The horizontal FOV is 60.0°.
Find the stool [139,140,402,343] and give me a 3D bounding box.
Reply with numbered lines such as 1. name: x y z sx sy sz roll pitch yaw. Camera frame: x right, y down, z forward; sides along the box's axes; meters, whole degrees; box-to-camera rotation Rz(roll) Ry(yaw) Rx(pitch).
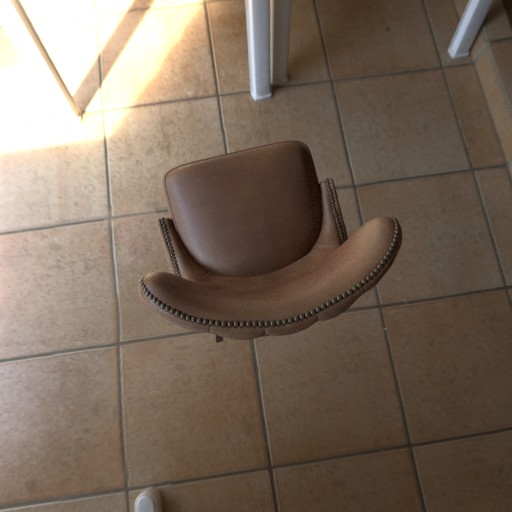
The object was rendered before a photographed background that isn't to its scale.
1. stool: 0.000 0.000 1.477 0.591 1.087 0.606 -14 76 -3
